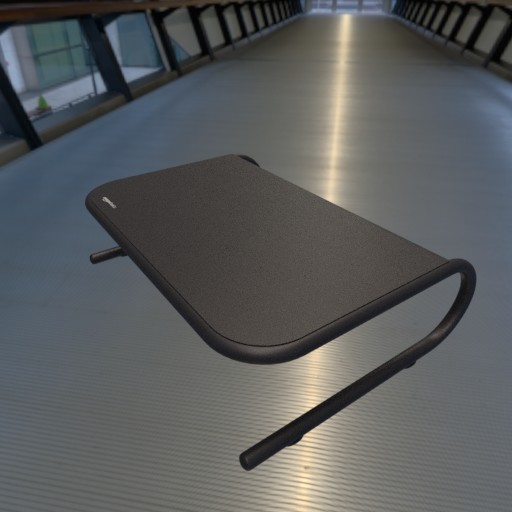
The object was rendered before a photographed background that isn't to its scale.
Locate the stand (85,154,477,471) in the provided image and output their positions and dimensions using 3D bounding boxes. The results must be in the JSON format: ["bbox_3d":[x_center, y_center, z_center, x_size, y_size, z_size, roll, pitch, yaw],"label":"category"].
[{"bbox_3d":[0.000,0.000,0.502,0.280,0.108,0.370,-20,37,-30],"label":"stand"}]
